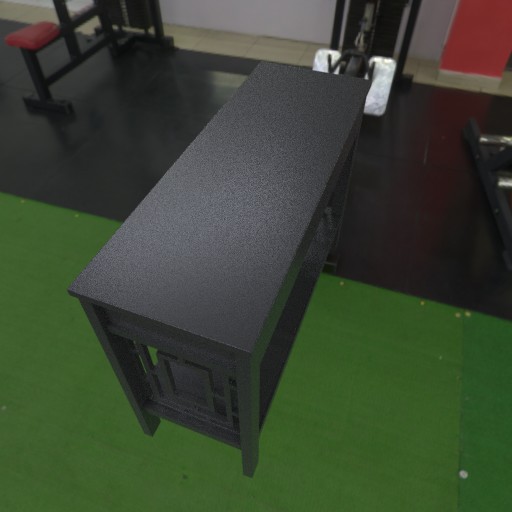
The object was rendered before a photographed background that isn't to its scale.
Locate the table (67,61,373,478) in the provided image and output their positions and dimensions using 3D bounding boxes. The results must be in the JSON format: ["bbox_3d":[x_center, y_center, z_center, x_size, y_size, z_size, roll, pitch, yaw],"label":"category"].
[{"bbox_3d":[0.000,0.000,1.425,0.397,0.753,1.068,16,50,14],"label":"table"}]
